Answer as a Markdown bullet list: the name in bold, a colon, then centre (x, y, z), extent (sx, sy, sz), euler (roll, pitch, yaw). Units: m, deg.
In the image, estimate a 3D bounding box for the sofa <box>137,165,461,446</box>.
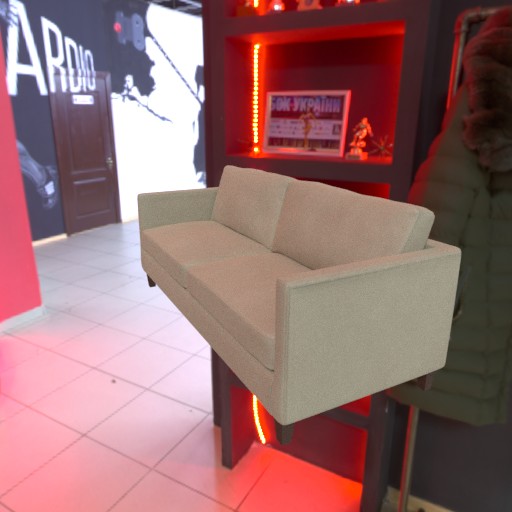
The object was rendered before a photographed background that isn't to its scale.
- **sofa**: centre (0.000, 0.000, 2.726), extent (0.948, 0.932, 2.181), euler (-9, 20, -27)
